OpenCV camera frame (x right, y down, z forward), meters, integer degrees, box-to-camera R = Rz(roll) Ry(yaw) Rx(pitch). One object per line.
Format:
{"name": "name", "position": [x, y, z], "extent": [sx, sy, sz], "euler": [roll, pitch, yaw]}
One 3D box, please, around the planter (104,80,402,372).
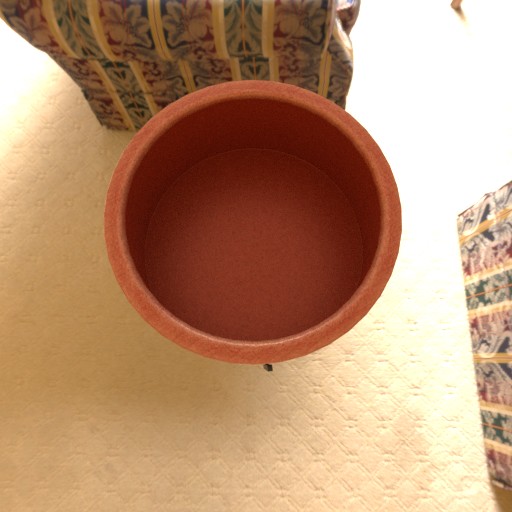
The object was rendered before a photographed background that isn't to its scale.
{"name": "planter", "position": [0.000, 0.000, 0.730], "extent": [0.354, 0.465, 0.345], "euler": [-36, 79, -8]}
